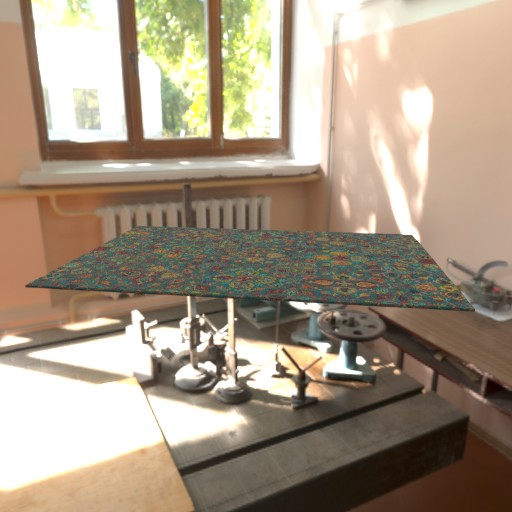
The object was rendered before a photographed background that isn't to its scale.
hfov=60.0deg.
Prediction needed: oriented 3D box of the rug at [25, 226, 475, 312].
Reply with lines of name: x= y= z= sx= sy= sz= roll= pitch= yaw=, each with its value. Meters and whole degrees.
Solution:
rug: x=0.000 y=0.000 z=2.943 sx=2.290 sy=0.016 sz=1.527 roll=2 pitch=16 yaw=8
